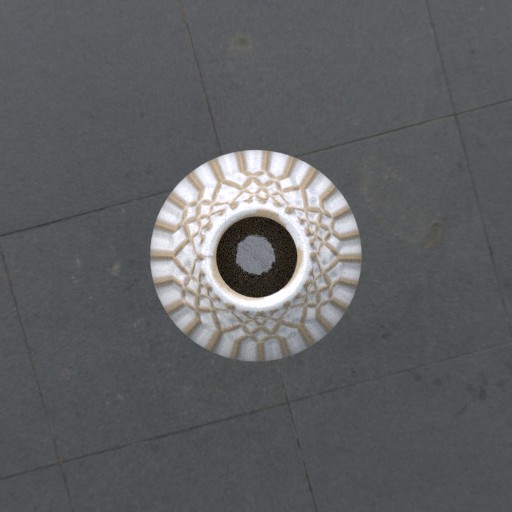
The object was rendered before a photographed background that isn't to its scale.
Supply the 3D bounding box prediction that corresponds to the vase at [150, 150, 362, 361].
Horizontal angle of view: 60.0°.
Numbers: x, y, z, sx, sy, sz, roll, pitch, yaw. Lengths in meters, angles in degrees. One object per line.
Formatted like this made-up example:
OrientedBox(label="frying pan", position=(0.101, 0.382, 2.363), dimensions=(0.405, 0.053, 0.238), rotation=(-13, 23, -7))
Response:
OrientedBox(label="vase", position=(0.000, 0.000, 0.317), dimensions=(0.159, 0.200, 0.159), rotation=(0, 90, 0))
